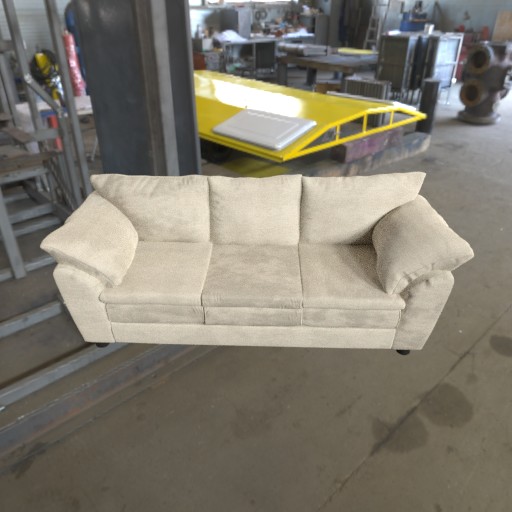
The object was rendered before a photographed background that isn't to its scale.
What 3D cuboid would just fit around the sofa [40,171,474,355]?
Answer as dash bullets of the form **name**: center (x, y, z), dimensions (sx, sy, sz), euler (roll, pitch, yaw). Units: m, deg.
- **sofa**: center (0.000, 0.000, 2.886), dimensions (2.377, 0.981, 0.893), euler (1, 31, 2)
